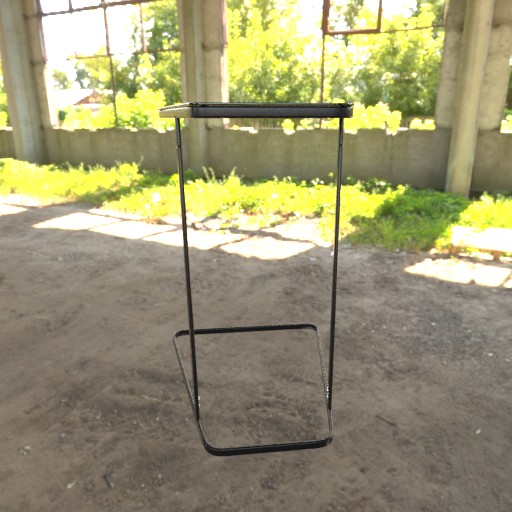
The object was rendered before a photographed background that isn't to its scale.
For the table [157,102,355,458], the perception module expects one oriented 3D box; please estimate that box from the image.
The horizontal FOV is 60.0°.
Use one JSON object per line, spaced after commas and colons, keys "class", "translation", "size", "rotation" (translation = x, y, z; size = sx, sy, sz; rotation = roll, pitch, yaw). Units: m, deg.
{"class": "table", "translation": [0.000, 0.000, 0.975], "size": [0.427, 0.624, 0.500], "rotation": [-2, 17, -6]}
